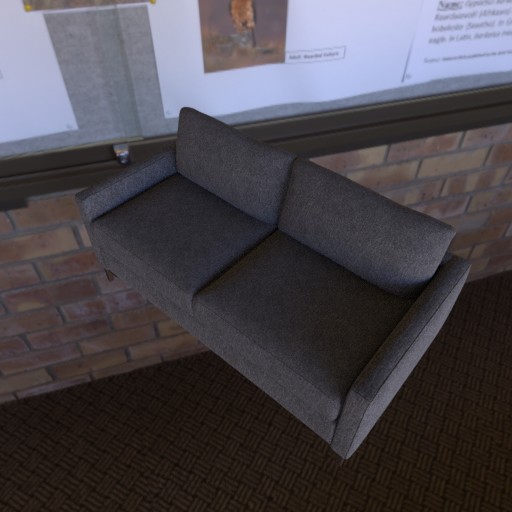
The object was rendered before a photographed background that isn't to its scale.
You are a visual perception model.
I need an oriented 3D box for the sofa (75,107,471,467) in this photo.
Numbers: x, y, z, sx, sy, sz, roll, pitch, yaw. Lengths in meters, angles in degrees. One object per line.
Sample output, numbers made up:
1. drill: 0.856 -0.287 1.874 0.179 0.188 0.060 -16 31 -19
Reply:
1. sofa: 0.000 0.000 2.166 1.716 0.862 0.866 31 53 27
